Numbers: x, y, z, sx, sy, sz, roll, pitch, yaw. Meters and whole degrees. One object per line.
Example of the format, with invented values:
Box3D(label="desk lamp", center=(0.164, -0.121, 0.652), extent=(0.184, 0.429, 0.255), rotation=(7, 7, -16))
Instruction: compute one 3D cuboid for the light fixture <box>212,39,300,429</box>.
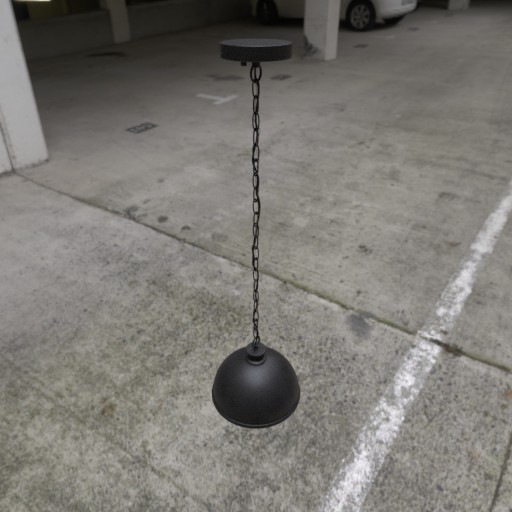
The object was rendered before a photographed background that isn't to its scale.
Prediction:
Box3D(label="light fixture", center=(0.000, 0.000, 1.249), extent=(0.304, 1.090, 0.304), rotation=(20, 36, 30))
